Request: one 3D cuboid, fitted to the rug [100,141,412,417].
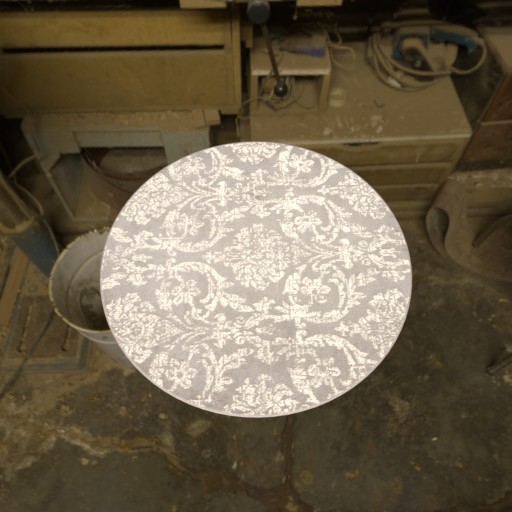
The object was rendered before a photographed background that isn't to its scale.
[{"bbox_3d":[0.000,0.000,2.295,1.593,0.012,1.593,0,61,0],"label":"rug"}]
